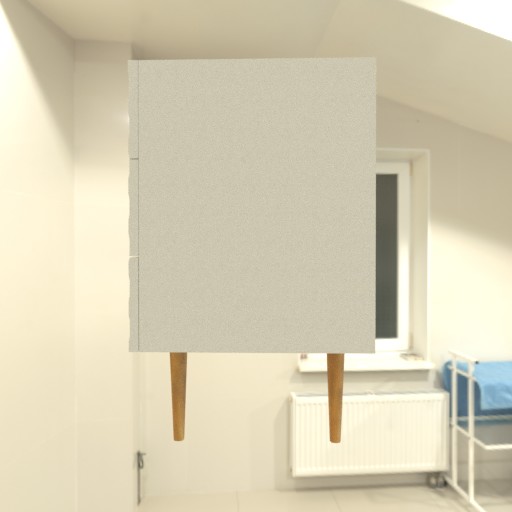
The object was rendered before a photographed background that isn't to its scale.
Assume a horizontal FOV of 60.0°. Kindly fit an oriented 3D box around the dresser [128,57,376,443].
[{"bbox_3d":[0.000,0.000,1.255,0.457,0.721,0.905,0,1,2],"label":"dresser"}]
